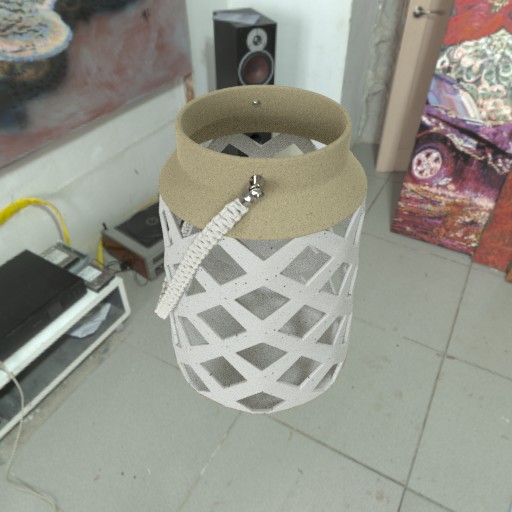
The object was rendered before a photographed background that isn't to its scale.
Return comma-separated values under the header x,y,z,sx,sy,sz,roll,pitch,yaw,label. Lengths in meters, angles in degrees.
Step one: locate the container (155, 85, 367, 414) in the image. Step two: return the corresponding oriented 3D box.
x,y,z,sx,sy,sz,roll,pitch,yaw,label
0.000,0.000,0.349,0.172,0.229,0.163,0,41,0,container
